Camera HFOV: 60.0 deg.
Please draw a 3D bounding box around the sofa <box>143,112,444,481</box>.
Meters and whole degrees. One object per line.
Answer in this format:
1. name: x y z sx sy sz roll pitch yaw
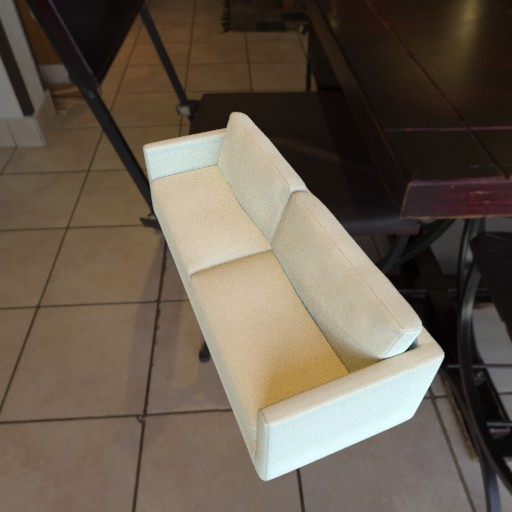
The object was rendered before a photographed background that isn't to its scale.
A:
1. sofa: 0.000 0.000 2.912 0.948 0.965 2.434 -16 46 -16
